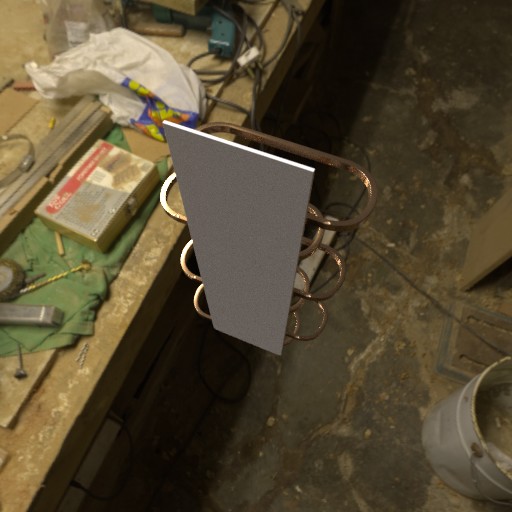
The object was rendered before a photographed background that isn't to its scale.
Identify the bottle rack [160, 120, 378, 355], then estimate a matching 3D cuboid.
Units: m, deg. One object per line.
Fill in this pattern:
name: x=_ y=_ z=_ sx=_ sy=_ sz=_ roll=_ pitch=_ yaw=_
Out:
bottle rack: x=0.000 y=0.000 z=0.824 sx=0.332 sy=0.709 sz=0.118 roll=20 pitch=64 yaw=11
